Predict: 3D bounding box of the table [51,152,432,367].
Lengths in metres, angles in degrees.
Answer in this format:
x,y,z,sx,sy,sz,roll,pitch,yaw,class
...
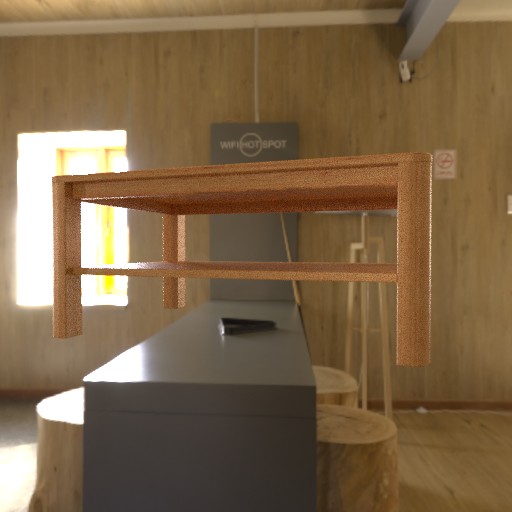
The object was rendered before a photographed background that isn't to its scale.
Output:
x,y,z,sx,sy,sz,roll,pitch,yaw,class
0.000,0.000,1.394,0.997,0.445,0.696,0,1,19,table
